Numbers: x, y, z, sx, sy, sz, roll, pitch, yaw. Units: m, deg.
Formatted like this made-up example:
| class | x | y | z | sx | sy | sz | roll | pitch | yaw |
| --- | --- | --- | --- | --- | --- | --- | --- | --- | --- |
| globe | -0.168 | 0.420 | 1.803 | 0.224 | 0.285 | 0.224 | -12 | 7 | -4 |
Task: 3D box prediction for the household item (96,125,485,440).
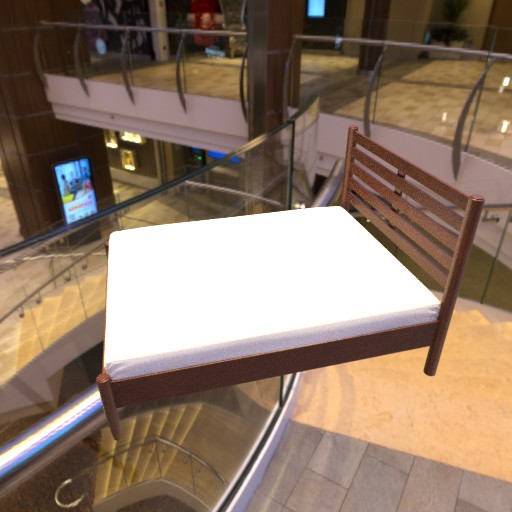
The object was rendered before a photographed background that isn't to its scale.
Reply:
| class | x | y | z | sx | sy | sz | roll | pitch | yaw |
| --- | --- | --- | --- | --- | --- | --- | --- | --- | --- |
| household item | 0.000 | 0.000 | 3.247 | 2.232 | 1.356 | 1.663 | -8 | 31 | -13 |
